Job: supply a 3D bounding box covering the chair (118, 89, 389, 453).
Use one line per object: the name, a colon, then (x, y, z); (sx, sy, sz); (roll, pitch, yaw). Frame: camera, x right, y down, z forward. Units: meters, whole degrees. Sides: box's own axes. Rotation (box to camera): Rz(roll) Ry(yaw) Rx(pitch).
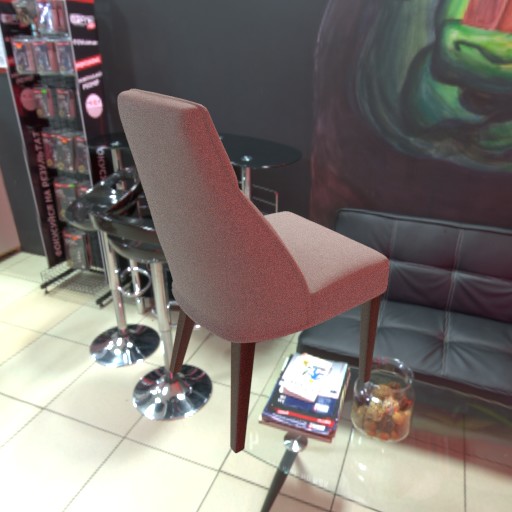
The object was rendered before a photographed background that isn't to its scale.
chair: (0.000, 0.000, 1.292); (0.620, 0.930, 0.500); (-17, 31, -31)
